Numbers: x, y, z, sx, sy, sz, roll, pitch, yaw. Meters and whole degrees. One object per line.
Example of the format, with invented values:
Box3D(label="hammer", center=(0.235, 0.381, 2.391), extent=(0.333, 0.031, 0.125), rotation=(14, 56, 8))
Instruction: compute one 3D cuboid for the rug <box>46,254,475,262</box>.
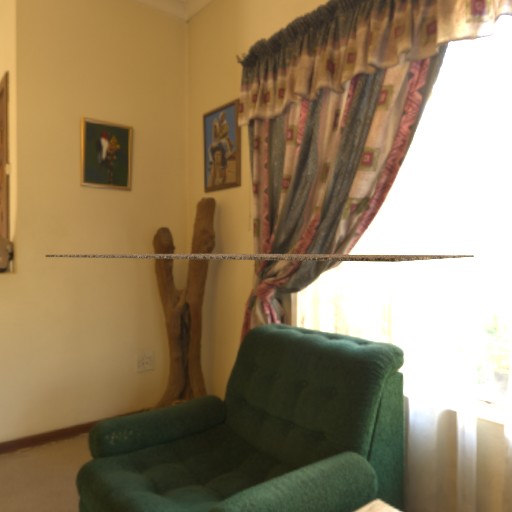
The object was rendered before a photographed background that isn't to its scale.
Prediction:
Box3D(label="rug", center=(0.000, 0.000, 2.225), extent=(1.808, 0.011, 1.189), rotation=(0, 1, 36))
